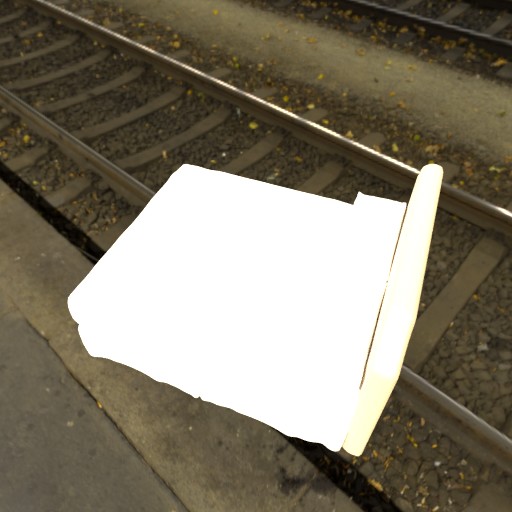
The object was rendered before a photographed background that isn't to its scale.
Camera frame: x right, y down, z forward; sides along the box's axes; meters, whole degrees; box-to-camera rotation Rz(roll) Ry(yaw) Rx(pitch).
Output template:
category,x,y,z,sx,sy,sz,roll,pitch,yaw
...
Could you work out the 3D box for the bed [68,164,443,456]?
category,x,y,z,sx,sy,sz,roll,pitch,yaw
bed,0.000,0.000,3.822,2.548,1.524,2.134,16,49,15
